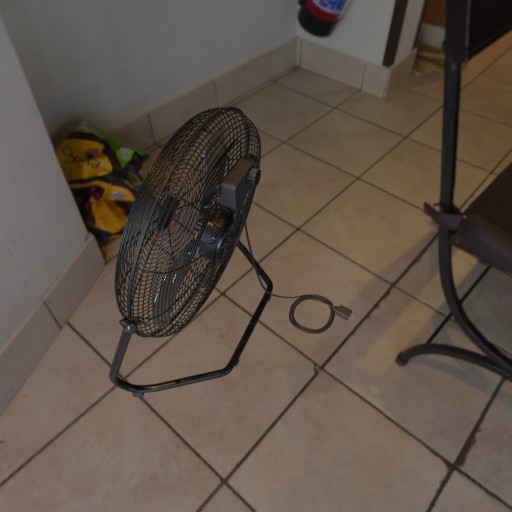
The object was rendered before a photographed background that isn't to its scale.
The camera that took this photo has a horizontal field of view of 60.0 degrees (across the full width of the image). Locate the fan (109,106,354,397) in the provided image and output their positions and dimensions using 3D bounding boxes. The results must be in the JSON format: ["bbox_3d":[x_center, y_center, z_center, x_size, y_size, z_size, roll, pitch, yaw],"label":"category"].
[{"bbox_3d":[0.000,0.000,0.887,0.424,0.546,0.555,17,50,15],"label":"fan"}]
